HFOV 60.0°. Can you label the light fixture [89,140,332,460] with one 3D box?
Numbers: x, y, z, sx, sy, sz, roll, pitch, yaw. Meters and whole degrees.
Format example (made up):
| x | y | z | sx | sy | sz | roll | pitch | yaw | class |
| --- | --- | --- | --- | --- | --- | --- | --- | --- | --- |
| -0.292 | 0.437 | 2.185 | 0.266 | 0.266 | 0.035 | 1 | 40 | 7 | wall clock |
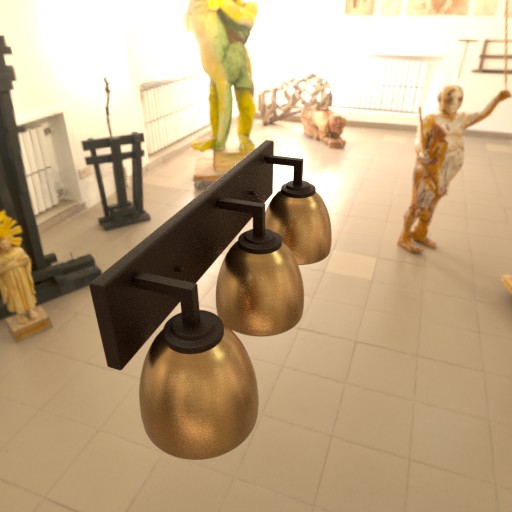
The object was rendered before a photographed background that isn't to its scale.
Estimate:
| x | y | z | sx | sy | sz | roll | pitch | yaw | class |
| --- | --- | --- | --- | --- | --- | --- | --- | --- | --- |
| 0.000 | 0.000 | 0.684 | 0.157 | 0.204 | 0.582 | 10 | 32 | 17 | light fixture |
